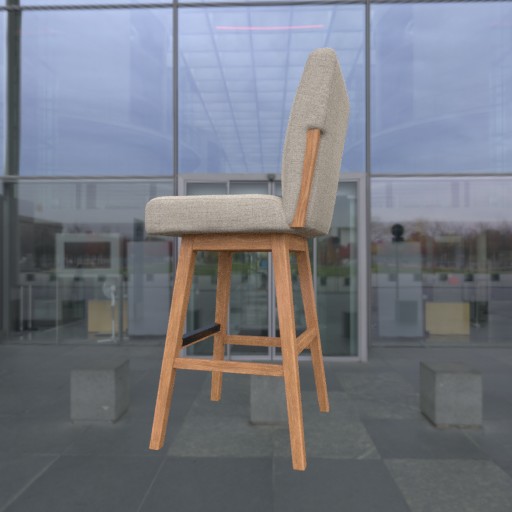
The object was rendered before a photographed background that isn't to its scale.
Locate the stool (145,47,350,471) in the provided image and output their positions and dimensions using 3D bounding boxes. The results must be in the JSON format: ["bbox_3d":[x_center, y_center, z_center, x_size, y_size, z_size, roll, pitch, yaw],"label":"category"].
[{"bbox_3d":[0.000,0.000,1.427,0.569,1.106,0.483,0,0,17],"label":"stool"}]
